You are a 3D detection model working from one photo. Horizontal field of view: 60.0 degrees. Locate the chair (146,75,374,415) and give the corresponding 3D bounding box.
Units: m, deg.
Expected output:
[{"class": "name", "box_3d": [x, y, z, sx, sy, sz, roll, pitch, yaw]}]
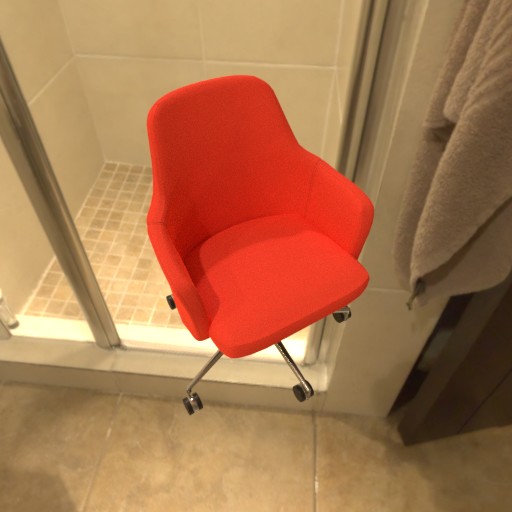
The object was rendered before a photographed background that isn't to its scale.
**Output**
[{"class": "chair", "box_3d": [0.000, 0.000, 1.275, 0.655, 0.820, 0.600, -24, 51, -21]}]
